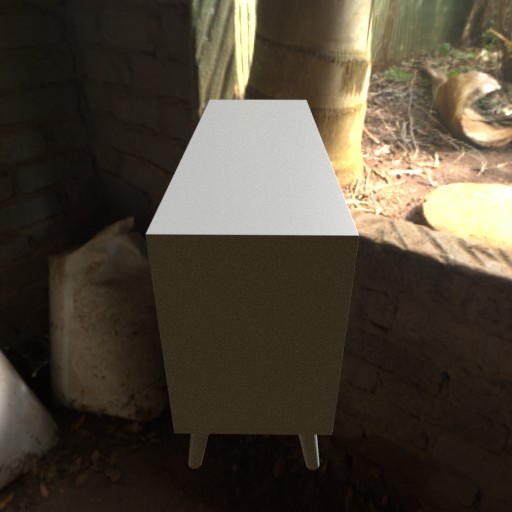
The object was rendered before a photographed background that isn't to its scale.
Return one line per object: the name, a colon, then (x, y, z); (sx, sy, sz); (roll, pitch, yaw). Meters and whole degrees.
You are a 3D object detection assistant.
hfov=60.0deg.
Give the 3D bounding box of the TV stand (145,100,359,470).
TV stand: (0.000, 0.000, 1.560); (0.406, 0.812, 1.193); (0, 31, 1)
